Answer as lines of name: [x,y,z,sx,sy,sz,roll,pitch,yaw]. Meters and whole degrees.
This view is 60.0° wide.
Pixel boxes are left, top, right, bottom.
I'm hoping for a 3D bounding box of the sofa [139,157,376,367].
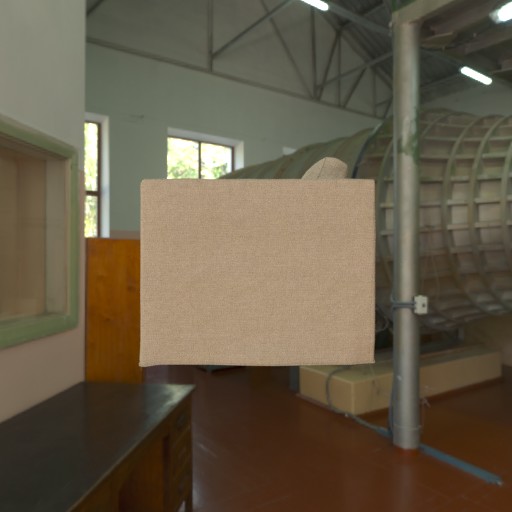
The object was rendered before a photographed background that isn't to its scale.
sofa: [0.000,0.000,2.832,0.956,0.847,2.296,0,0,0]
